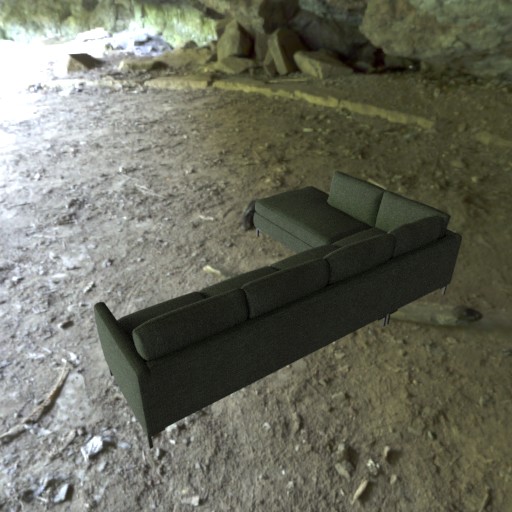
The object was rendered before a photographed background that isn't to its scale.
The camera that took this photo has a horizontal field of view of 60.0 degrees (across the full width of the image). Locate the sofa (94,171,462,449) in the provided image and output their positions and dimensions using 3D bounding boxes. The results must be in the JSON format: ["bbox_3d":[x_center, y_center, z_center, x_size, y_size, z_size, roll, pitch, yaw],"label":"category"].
[{"bbox_3d":[0.000,0.000,3.861,2.949,0.815,2.007,-19,35,-29],"label":"sofa"}]
